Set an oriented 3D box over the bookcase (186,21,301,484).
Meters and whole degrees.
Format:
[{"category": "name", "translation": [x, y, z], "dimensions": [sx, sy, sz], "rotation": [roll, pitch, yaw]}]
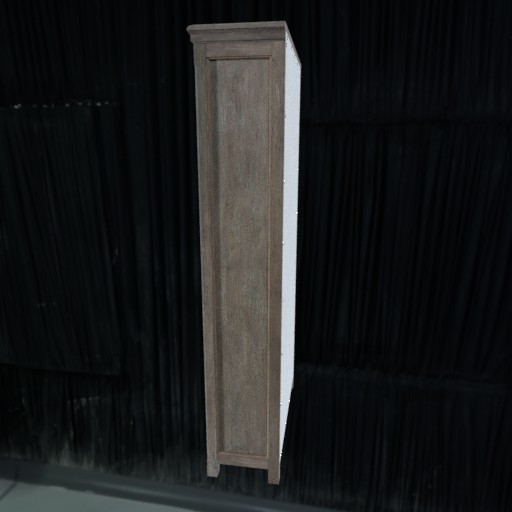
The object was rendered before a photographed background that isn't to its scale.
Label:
[{"category": "bookcase", "translation": [0.000, 0.000, 2.182], "dimensions": [0.348, 1.880, 0.906], "rotation": [2, 15, 9]}]
